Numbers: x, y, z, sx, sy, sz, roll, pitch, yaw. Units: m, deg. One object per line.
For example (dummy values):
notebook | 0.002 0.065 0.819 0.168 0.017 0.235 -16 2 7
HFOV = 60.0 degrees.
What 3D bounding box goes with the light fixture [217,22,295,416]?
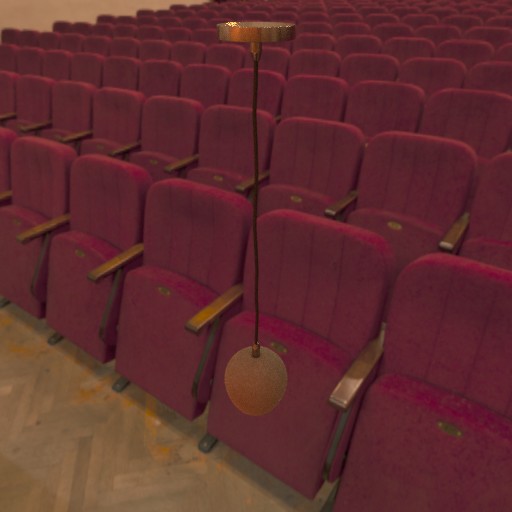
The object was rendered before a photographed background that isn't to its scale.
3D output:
light fixture | 0.000 0.000 0.823 0.139 0.764 0.139 21 37 30
